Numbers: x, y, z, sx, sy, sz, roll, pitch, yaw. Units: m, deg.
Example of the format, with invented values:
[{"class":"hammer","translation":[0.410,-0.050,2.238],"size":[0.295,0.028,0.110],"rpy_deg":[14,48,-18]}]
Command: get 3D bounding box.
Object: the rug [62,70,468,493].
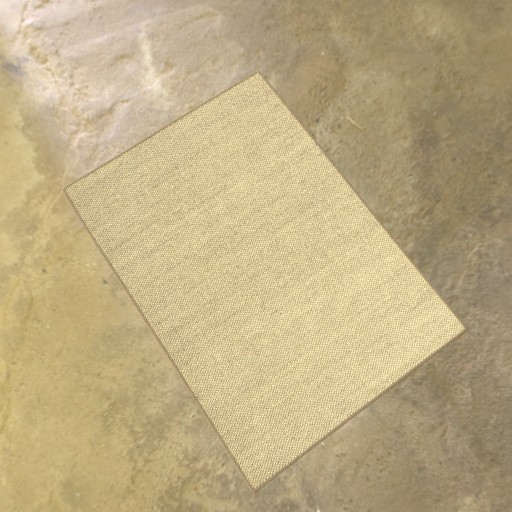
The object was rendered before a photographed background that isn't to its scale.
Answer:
[{"class":"rug","translation":[0.000,0.000,2.664],"size":[1.517,0.013,2.115],"rpy_deg":[-34,78,-8]}]
